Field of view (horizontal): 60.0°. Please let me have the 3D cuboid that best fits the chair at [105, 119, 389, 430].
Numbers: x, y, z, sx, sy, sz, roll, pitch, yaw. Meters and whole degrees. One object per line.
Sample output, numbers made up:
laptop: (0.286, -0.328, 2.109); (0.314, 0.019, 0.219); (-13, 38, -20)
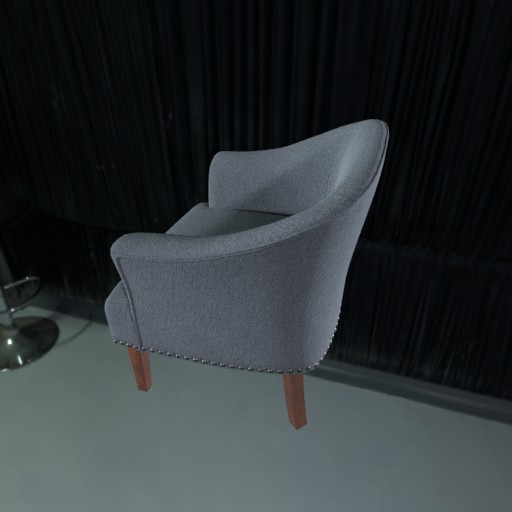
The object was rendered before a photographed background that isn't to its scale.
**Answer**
chair: (0.000, 0.000, 1.425); (0.704, 0.815, 0.798); (9, 32, 14)
